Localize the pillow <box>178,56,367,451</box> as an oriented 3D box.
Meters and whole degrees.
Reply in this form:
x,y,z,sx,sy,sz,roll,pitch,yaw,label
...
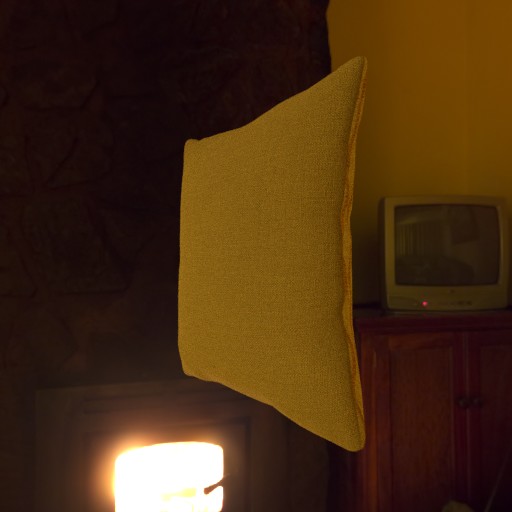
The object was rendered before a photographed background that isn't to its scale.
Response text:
x,y,z,sx,sy,sz,roll,pitch,yaw,label
0.000,0.000,0.656,0.159,0.436,0.429,1,-2,-36,pillow
